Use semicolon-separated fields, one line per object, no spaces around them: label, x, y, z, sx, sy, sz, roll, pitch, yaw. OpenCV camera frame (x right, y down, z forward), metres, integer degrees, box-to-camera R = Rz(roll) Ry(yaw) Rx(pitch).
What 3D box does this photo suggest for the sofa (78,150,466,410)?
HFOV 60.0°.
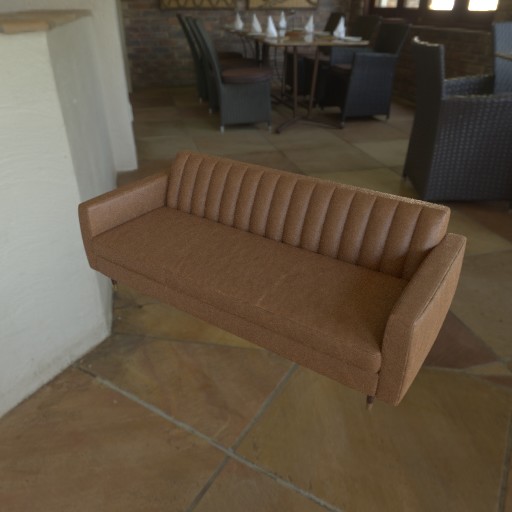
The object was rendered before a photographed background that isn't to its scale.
sofa;0.000;0.000;2.809;2.291;0.821;0.990;19;35;29
